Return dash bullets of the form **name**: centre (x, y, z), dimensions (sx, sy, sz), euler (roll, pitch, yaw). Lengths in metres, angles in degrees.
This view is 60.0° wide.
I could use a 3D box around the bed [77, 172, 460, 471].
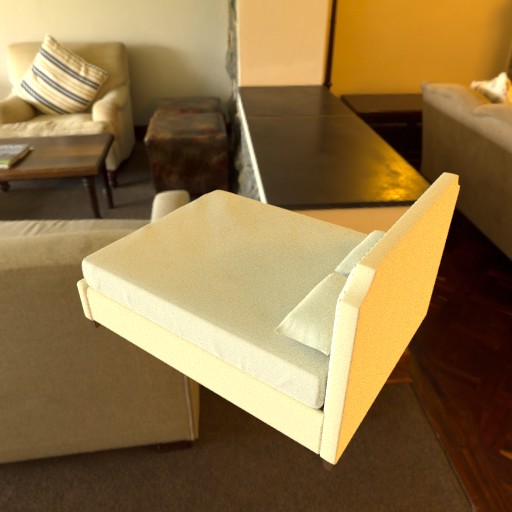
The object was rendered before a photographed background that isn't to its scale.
- **bed**: centre (0.000, 0.000, 3.417), dimensions (2.329, 1.415, 1.703), euler (21, 38, 29)
